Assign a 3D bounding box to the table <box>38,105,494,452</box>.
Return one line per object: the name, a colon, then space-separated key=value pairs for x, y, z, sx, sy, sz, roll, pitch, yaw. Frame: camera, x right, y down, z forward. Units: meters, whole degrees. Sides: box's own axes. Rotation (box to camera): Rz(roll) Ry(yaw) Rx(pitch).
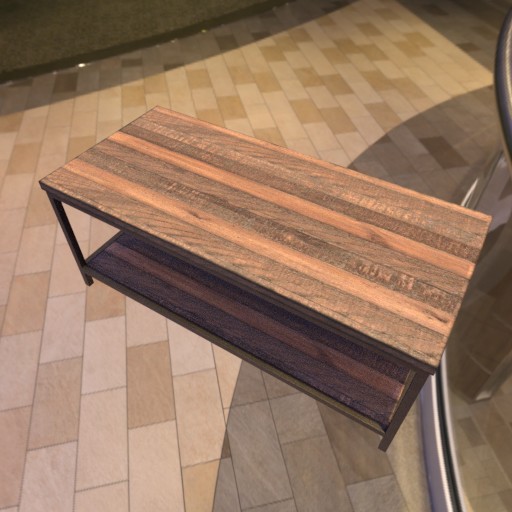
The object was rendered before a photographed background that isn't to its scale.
table: x=0.000 y=0.000 z=1.197 sx=0.990 sy=0.399 sz=0.452 roll=24 pitch=51 yaw=21
